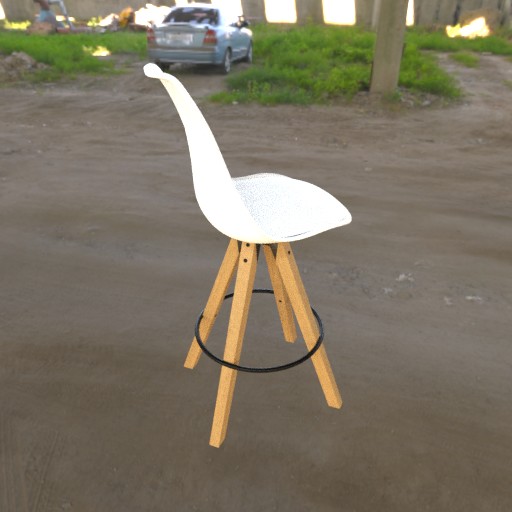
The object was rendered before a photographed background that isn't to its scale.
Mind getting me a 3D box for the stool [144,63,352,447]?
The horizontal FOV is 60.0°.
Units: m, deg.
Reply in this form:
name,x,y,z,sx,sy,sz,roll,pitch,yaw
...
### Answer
name,x,y,z,sx,sy,sz,roll,pitch,yaw
stool,0.000,0.000,1.390,0.549,1.115,0.482,-11,31,-18
